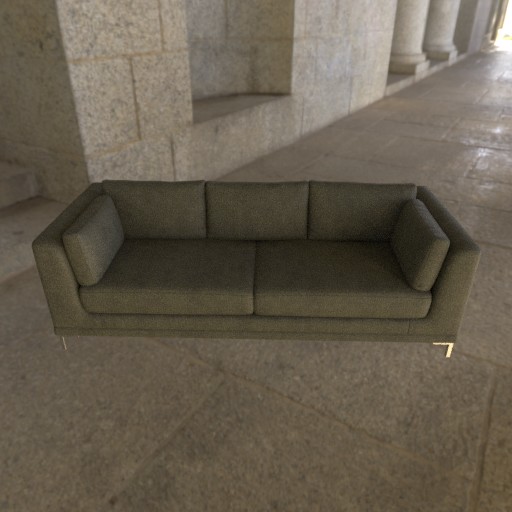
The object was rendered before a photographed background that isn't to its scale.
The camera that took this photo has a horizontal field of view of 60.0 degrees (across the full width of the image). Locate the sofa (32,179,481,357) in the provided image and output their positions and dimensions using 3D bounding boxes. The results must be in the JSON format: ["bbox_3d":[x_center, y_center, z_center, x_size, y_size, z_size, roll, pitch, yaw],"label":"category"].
[{"bbox_3d":[0.000,0.000,2.909,2.415,0.867,0.969,1,29,2],"label":"sofa"}]
